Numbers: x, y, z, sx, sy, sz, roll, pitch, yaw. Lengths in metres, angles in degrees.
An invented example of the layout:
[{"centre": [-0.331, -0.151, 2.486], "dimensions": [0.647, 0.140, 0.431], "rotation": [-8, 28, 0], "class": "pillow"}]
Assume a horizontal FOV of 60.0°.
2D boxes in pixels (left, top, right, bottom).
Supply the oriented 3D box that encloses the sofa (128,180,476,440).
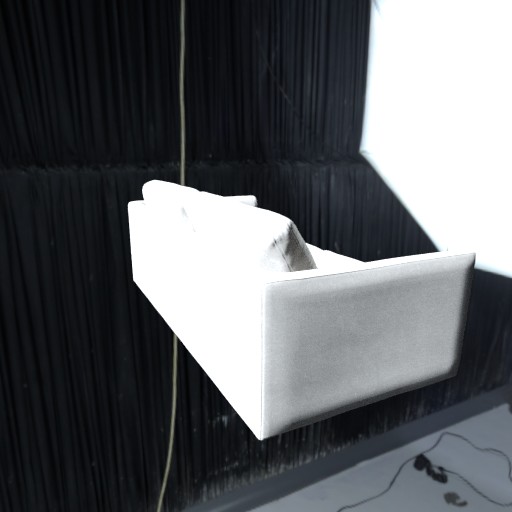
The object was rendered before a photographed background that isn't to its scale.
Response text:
[{"centre": [0.000, 0.000, 2.745], "dimensions": [1.090, 0.838, 2.588], "rotation": [-7, 16, -26], "class": "sofa"}]
